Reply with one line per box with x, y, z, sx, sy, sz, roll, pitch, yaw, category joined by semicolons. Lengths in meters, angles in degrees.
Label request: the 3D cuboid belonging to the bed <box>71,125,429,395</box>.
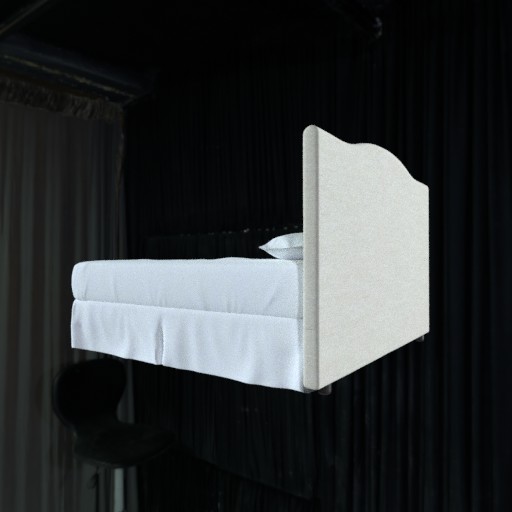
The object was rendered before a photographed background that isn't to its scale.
0.000;0.000;3.570;2.182;1.421;2.083;0;-1;35;bed
